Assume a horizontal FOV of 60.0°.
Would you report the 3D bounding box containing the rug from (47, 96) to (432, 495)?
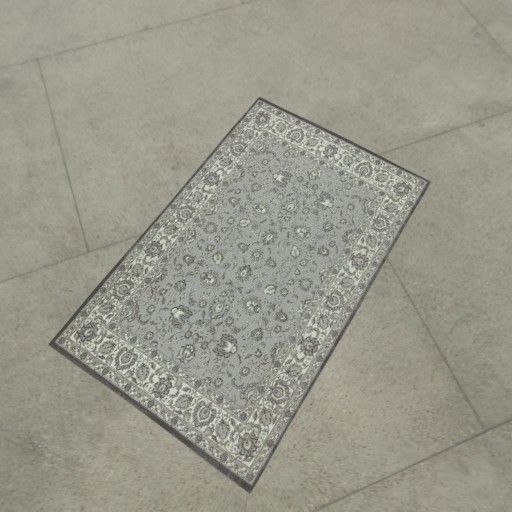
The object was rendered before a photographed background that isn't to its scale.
[{"bbox_3d":[0.000,0.000,3.012,1.524,0.011,2.438,31,69,13],"label":"rug"}]
